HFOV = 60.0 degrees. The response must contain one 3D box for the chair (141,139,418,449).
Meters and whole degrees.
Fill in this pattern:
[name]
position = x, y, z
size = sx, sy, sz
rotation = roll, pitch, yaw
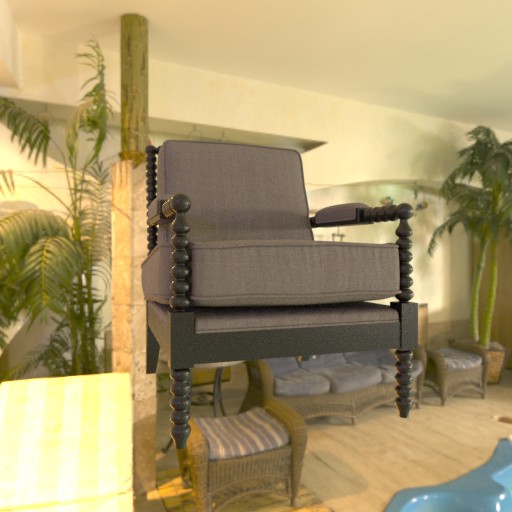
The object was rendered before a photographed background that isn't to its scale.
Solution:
[chair]
position = 0.000, 0.000, 1.104
size = 0.540, 0.661, 0.622
rotation = 0, 0, -18
